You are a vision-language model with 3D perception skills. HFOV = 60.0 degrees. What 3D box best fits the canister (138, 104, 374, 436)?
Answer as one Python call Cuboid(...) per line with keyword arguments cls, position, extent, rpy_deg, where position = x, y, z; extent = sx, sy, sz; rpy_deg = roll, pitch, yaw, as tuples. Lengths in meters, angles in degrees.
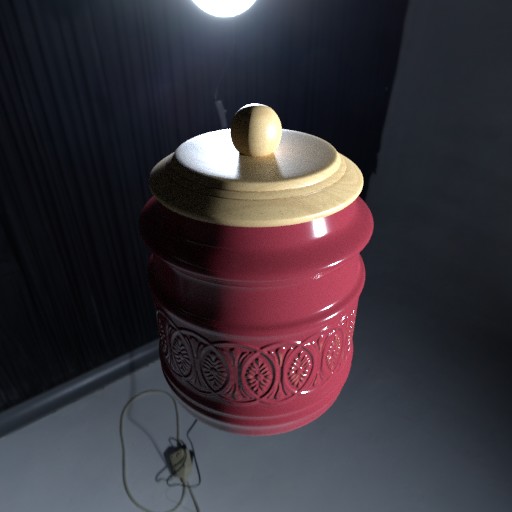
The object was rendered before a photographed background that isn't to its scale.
Cuboid(cls="canister", position=(0.000, 0.000, 0.266), extent=(0.130, 0.176, 0.130), rpy_deg=(0, 33, 0))
